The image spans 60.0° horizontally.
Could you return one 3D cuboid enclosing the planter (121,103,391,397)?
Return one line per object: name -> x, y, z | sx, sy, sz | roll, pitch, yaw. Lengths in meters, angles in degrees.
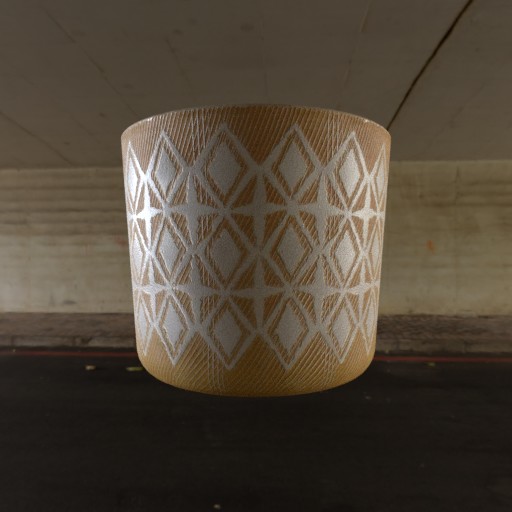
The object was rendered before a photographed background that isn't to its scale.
planter -> 0.000, 0.000, 0.332 | 0.193, 0.165, 0.193 | 0, 0, 0
